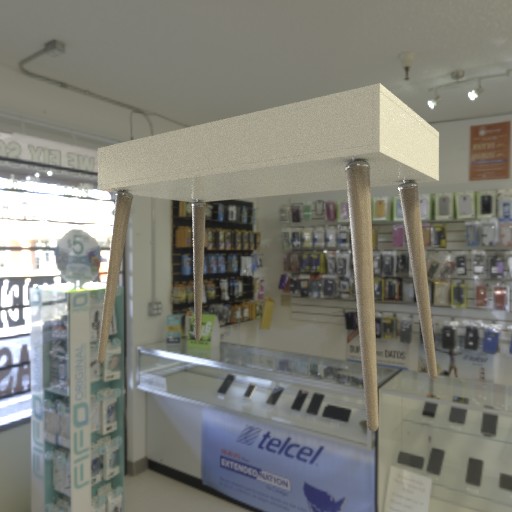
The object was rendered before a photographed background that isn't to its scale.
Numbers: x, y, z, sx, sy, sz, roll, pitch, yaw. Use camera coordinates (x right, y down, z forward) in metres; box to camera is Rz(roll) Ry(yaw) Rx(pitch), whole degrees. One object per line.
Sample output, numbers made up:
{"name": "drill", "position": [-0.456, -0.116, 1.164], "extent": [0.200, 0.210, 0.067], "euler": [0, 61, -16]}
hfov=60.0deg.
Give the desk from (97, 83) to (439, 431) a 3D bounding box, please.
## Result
{"name": "desk", "position": [0.000, 0.000, 1.396], "extent": [0.979, 0.723, 0.491], "euler": [0, 1, 36]}
